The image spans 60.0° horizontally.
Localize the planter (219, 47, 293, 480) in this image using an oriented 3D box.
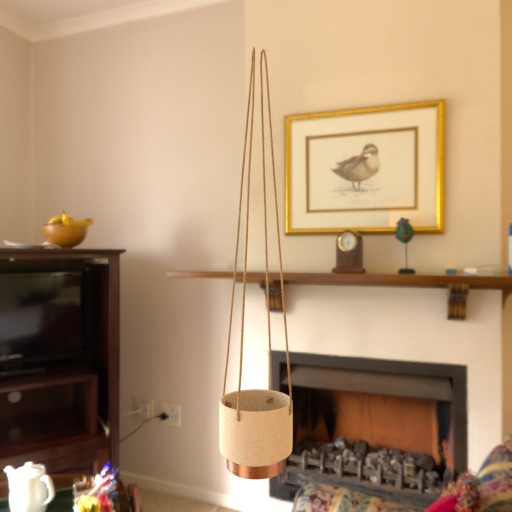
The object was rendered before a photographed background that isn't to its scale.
[{"bbox_3d":[0.000,0.000,0.891,0.146,0.841,0.146,0,0,-18],"label":"planter"}]
